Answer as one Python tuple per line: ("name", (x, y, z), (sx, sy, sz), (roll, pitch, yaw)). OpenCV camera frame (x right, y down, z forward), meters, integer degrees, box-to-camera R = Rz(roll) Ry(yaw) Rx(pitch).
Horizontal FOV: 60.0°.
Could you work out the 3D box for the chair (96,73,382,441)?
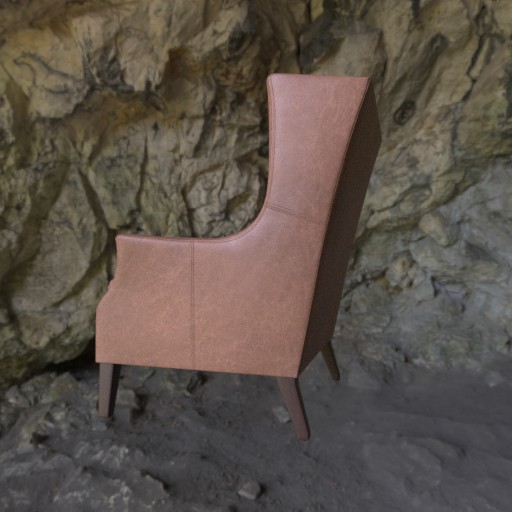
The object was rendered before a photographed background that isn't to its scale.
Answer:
("chair", (0.000, 0.000, 1.711), (0.913, 1.088, 0.815), (0, 0, 18))
